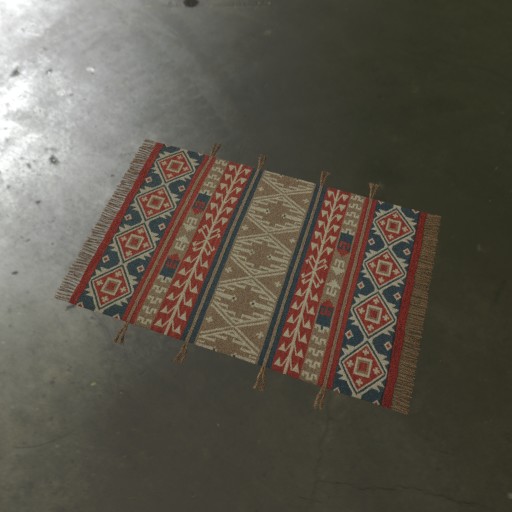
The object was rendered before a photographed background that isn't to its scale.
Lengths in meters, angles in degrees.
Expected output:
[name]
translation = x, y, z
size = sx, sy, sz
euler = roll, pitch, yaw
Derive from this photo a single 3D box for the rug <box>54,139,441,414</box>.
[rug]
translation = 0.000, 0.000, 3.166
size = 2.450, 0.048, 1.778
euler = 16, 64, 8
